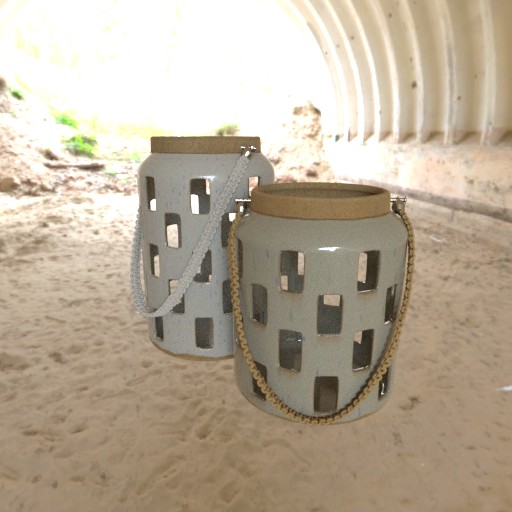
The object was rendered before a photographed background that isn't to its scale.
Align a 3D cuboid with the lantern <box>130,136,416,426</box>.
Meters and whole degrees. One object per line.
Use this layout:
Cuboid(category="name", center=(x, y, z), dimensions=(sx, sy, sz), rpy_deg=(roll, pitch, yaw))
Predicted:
Cuboid(category="lantern", center=(0.000, 0.000, 0.490), dimensions=(0.347, 0.255, 0.184), rpy_deg=(15, 21, 43))
